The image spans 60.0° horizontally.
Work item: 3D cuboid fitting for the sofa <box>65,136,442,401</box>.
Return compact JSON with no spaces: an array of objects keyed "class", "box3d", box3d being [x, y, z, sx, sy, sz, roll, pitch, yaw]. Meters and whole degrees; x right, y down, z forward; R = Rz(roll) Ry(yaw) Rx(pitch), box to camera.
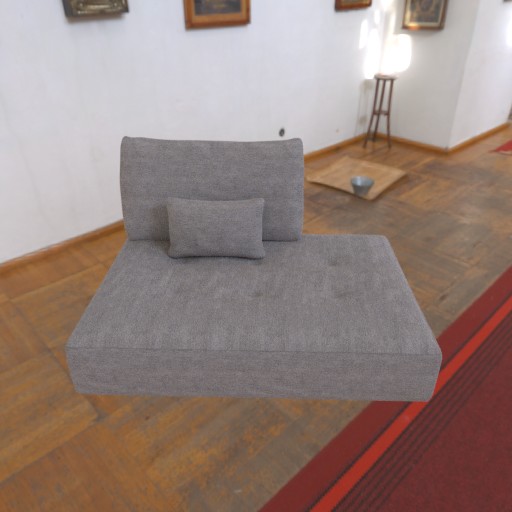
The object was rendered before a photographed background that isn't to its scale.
[{"class":"sofa","box3d":[0.000,0.000,2.007,1.450,0.820,1.002,1,31,1]}]
